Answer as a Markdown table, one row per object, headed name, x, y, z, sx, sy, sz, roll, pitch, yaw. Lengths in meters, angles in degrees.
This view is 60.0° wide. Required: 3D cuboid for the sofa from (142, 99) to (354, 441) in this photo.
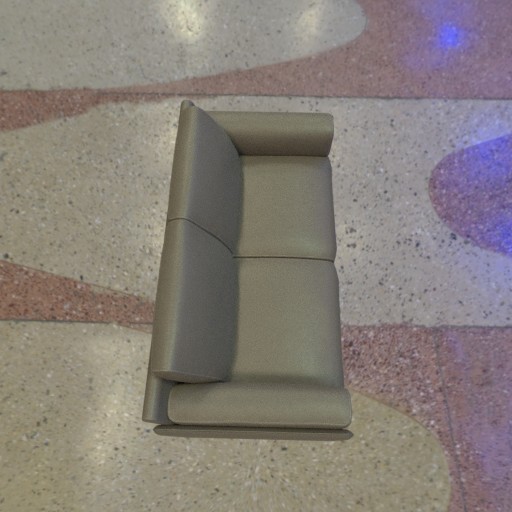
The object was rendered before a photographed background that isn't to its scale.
| name | x | y | z | sx | sy | sz | roll | pitch | yaw |
| --- | --- | --- | --- | --- | --- | --- | --- | --- | --- |
| sofa | 0.000 | 0.000 | 2.754 | 1.049 | 0.930 | 2.101 | 1 | 65 | 1 |
